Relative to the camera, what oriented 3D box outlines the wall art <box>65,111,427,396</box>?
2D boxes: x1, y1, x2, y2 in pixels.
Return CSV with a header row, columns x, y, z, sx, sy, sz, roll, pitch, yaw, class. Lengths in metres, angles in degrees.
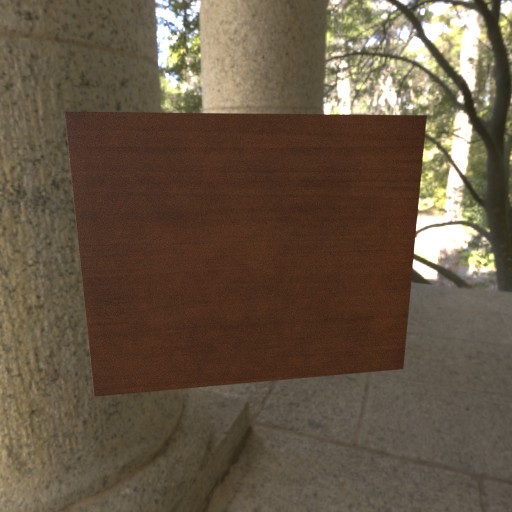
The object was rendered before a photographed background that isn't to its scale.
x,y,z,sx,sy,sz,roll,pitch,yaw,class
0.000,0.000,0.749,0.558,0.457,0.033,-2,15,-9,wall art
